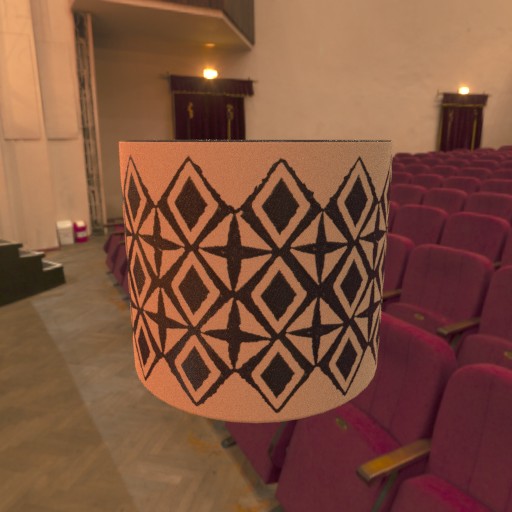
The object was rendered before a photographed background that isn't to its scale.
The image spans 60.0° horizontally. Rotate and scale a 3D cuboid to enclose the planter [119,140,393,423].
[{"bbox_3d":[0.000,0.000,0.284,0.159,0.144,0.159,0,15,0],"label":"planter"}]
